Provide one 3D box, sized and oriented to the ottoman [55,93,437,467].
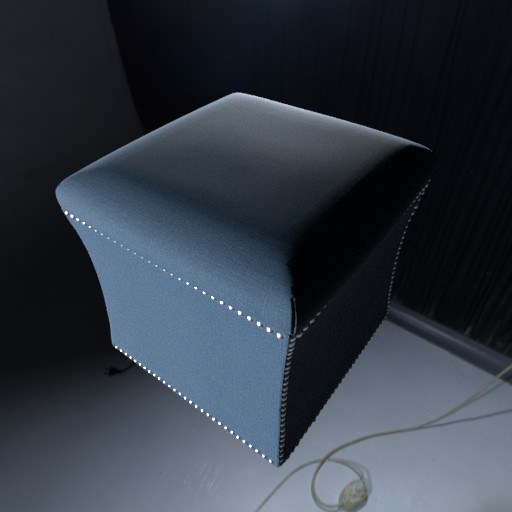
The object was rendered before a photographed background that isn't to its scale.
[{"bbox_3d":[0.000,0.000,0.901,0.497,0.475,0.507,26,48,27],"label":"ottoman"}]
